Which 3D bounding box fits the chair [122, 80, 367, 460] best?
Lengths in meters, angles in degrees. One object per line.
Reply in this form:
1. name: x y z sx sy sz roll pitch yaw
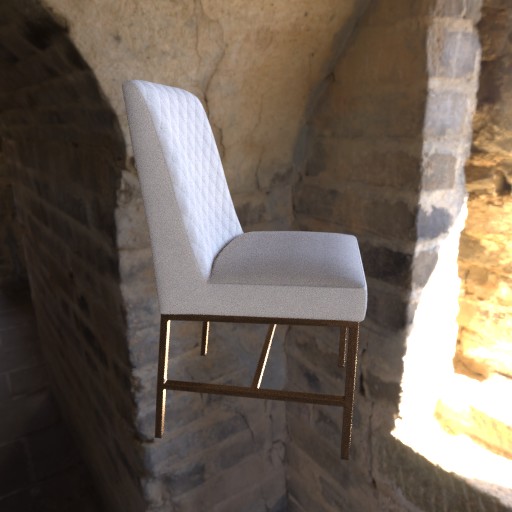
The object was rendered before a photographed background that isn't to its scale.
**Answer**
1. chair: 0.000 0.000 1.277 0.597 0.933 0.503 3 17 9
